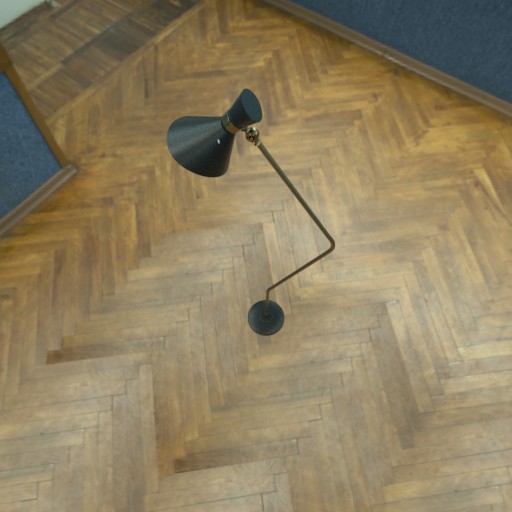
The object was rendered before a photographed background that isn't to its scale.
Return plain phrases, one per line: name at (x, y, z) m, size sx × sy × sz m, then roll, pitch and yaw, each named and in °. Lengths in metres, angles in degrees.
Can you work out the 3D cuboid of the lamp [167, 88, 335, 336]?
lamp at (0.000, 0.000, 1.624) m, size 0.467 × 1.438 × 0.277 m, roll 35°, pitch 68°, yaw 17°
